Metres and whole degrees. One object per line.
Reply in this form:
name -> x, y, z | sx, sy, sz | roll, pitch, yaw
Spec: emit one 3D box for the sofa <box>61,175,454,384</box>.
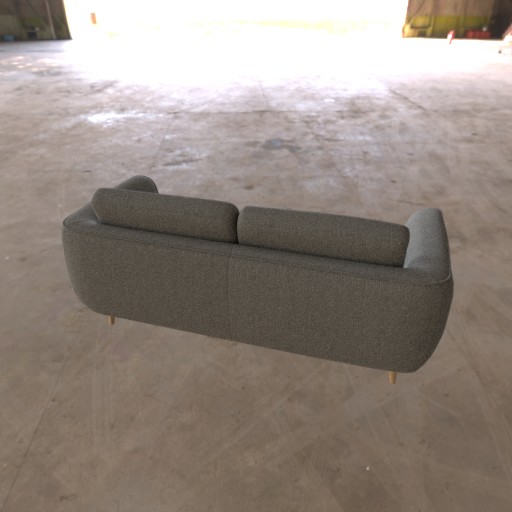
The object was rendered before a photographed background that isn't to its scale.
sofa -> 0.000, 0.000, 2.502 | 2.000, 0.870, 0.920 | 9, 32, 14
